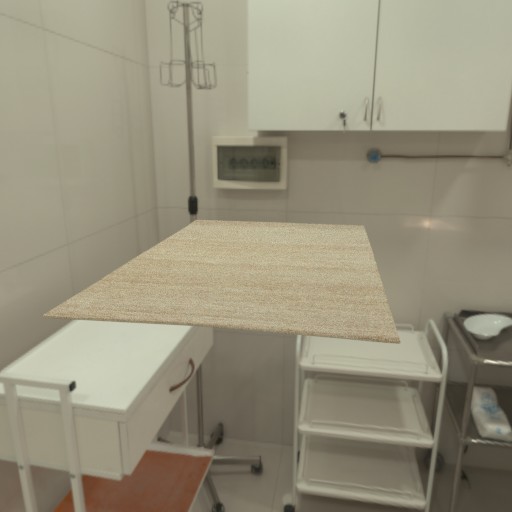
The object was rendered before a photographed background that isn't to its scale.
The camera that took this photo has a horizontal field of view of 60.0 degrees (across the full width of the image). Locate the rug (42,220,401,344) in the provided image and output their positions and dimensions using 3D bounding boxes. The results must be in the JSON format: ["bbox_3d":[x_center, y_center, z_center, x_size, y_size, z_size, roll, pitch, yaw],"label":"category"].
[{"bbox_3d":[0.000,0.000,2.995,1.574,0.029,2.346,3,16,10],"label":"rug"}]
